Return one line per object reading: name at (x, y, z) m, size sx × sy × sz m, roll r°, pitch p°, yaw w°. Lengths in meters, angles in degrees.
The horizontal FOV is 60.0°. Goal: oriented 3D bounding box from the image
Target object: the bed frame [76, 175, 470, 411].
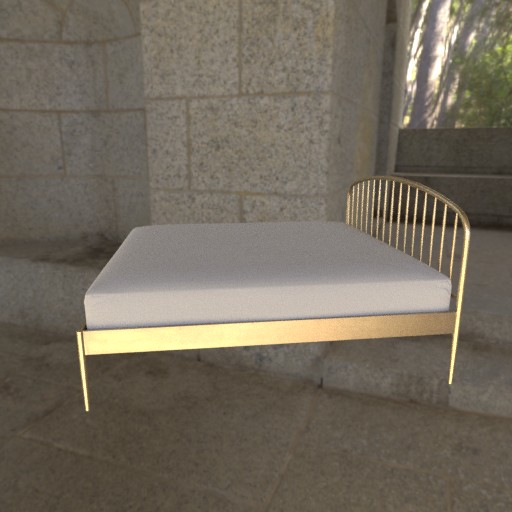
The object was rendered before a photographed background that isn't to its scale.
bed frame at (0.000, 0.000, 3.370) m, size 2.152 × 1.174 × 2.016 m, roll -2°, pitch 14°, yaw -7°
